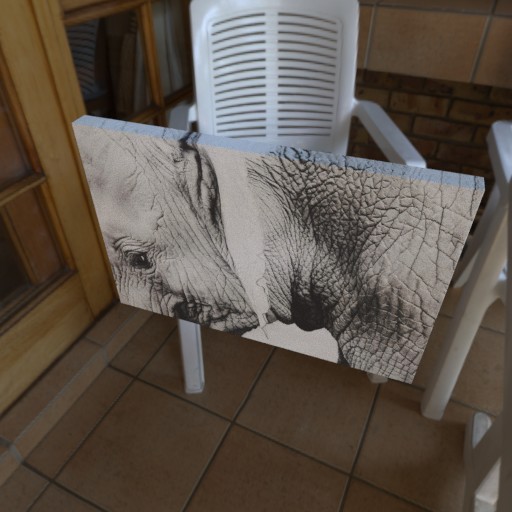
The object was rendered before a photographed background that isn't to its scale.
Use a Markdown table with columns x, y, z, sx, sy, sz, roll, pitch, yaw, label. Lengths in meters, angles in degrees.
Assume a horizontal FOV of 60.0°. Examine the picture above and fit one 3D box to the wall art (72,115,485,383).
| x | y | z | sx | sy | sz | roll | pitch | yaw | label |
| --- | --- | --- | --- | --- | --- | --- | --- | --- | --- |
| 0.000 | 0.000 | 0.769 | 0.613 | 0.407 | 0.035 | 13 | 41 | 15 | wall art |
